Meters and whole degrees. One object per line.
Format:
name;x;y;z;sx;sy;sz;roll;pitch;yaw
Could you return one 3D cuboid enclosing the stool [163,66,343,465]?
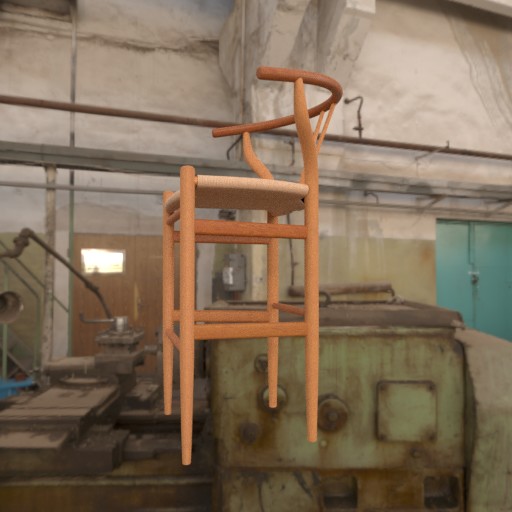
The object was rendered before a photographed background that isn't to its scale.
stool;0.000;0.000;1.405;0.561;1.068;0.574;0;-1;-18
